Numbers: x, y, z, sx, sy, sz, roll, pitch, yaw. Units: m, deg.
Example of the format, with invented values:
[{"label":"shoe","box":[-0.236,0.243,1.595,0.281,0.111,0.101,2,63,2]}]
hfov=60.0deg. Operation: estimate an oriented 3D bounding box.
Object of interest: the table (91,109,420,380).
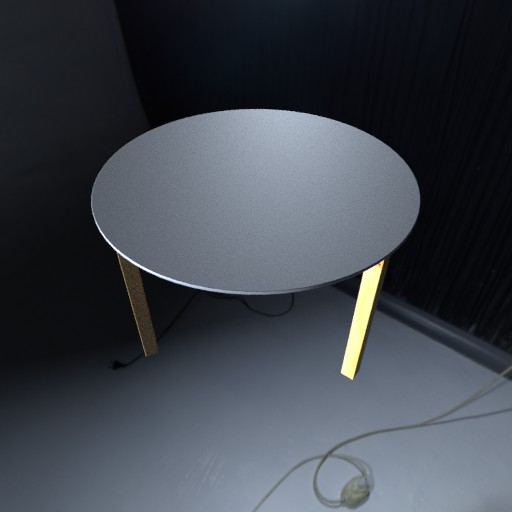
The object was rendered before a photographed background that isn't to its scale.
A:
[{"label":"table","box":[0.000,0.000,0.973,0.600,0.405,0.600,0,42,0]}]
